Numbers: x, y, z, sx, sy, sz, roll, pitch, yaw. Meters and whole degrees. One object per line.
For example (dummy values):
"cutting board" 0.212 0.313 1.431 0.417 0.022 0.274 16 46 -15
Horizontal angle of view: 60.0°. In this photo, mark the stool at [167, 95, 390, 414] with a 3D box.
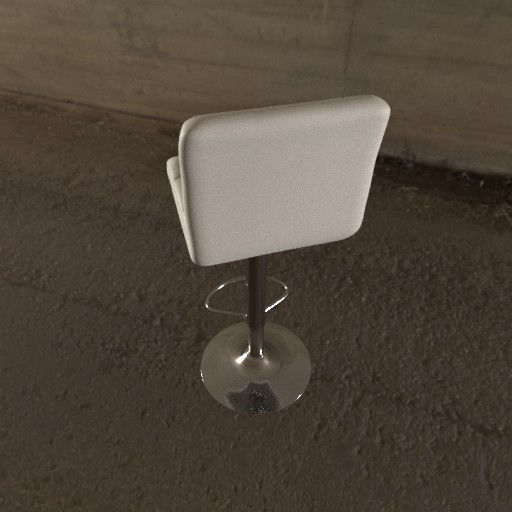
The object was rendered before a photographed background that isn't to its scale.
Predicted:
"stool" 0.000 0.000 1.346 0.430 1.115 0.505 -11 43 -12
